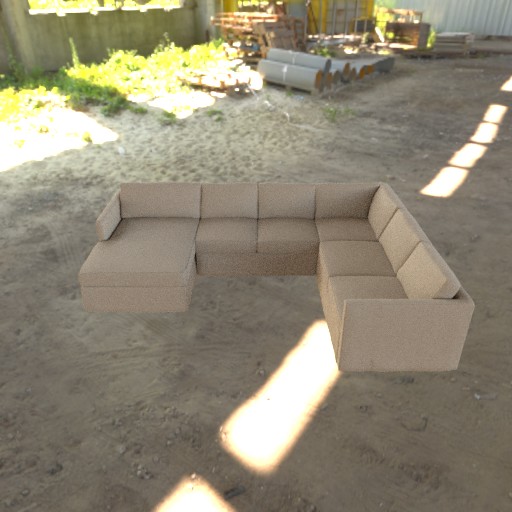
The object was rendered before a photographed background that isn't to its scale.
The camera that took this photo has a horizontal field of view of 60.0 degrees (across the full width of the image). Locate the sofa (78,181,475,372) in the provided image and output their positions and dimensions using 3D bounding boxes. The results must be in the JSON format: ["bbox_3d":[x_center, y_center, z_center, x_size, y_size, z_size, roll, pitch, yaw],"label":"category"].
[{"bbox_3d":[0.000,0.000,4.651,3.528,0.878,2.476,0,30,0],"label":"sofa"}]
